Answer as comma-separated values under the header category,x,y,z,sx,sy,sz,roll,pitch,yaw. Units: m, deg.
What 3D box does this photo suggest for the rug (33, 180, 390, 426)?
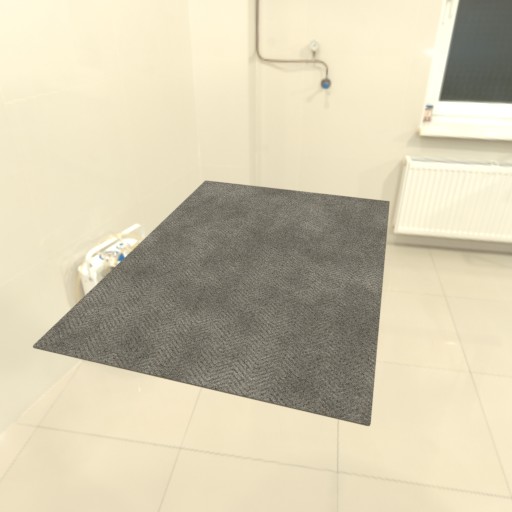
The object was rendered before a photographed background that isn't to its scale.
category,x,y,z,sx,sy,sz,roll,pitch,yaw
rug,0.000,0.000,2.864,1.600,0.008,2.235,9,32,14
